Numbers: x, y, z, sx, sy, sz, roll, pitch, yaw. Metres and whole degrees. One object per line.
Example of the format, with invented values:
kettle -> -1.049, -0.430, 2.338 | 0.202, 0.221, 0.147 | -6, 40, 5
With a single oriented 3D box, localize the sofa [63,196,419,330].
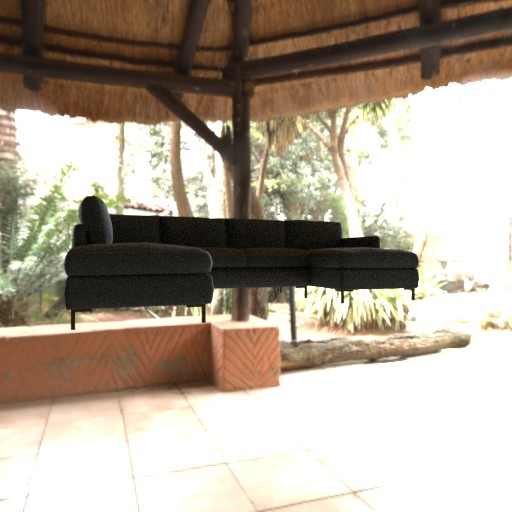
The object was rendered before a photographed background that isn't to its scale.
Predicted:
sofa -> 0.000, 0.000, 3.537 | 2.737, 0.753, 1.879 | 0, 0, -21
